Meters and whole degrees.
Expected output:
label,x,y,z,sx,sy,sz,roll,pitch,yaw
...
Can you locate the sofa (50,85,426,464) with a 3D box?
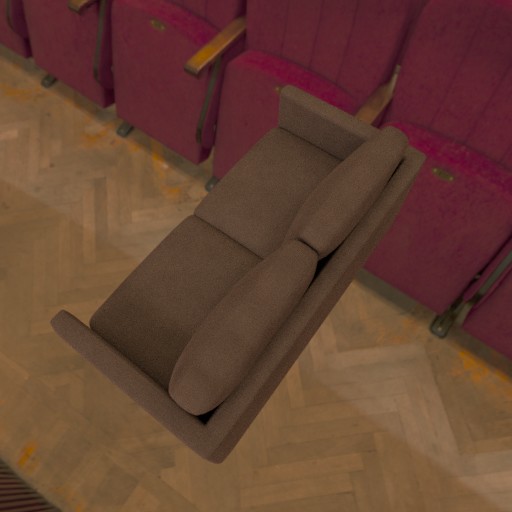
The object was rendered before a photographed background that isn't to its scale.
label,x,y,z,sx,sy,sz,roll,pitch,yaw
sofa,0.000,0.000,2.406,0.950,0.963,1.884,34,68,16
